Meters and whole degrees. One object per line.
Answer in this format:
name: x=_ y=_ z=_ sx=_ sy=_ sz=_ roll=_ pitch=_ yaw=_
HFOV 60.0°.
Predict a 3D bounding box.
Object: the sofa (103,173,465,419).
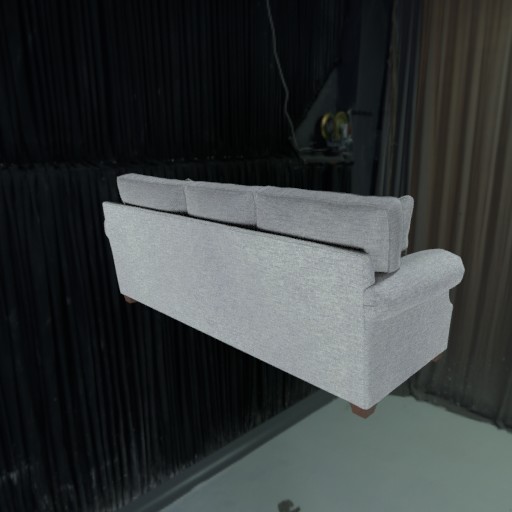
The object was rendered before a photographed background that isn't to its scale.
sofa: x=0.000 y=0.000 z=2.816 sx=0.965 sy=0.975 sz=2.312 roll=-14 pitch=20 yaw=-43
